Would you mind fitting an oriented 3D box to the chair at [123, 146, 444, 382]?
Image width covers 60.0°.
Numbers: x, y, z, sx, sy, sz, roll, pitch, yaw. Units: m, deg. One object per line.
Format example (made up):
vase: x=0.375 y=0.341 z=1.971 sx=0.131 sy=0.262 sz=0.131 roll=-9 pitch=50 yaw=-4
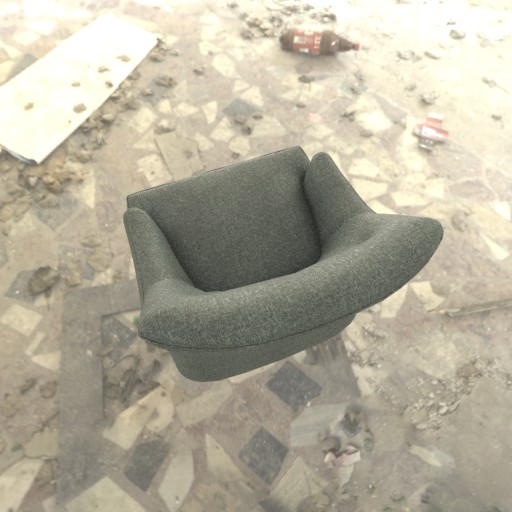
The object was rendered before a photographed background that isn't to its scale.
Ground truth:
chair: x=0.000 y=0.000 z=1.605 sx=0.864 sy=0.856 sz=0.923 roll=-19 pitch=60 yaw=-11
